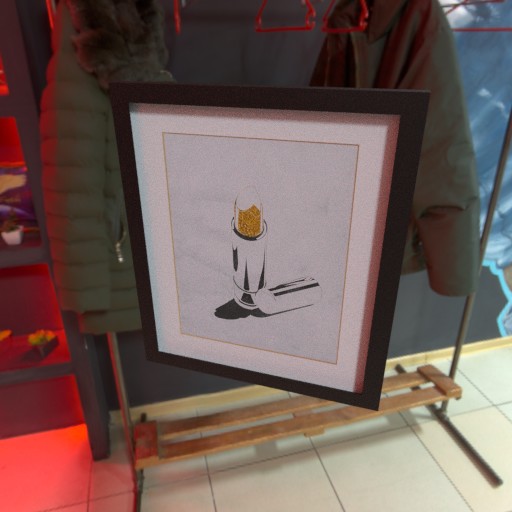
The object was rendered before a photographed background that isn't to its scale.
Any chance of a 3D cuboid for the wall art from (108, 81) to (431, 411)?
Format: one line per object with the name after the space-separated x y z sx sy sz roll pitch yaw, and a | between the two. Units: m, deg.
0.000 0.000 0.529 0.330 0.381 0.019 8 27 16 | wall art
